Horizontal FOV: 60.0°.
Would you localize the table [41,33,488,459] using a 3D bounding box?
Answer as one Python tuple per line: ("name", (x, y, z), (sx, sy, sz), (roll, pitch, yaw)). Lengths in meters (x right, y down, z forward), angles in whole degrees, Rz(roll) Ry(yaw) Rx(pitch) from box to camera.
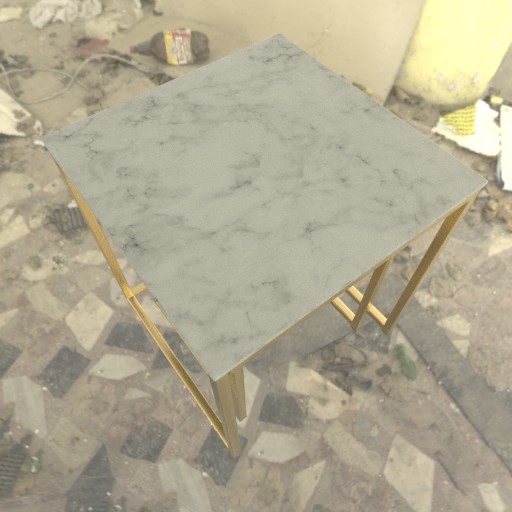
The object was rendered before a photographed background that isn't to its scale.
("table", (0.000, 0.000, 0.832), (0.450, 0.500, 0.450), (-32, 62, -19))
